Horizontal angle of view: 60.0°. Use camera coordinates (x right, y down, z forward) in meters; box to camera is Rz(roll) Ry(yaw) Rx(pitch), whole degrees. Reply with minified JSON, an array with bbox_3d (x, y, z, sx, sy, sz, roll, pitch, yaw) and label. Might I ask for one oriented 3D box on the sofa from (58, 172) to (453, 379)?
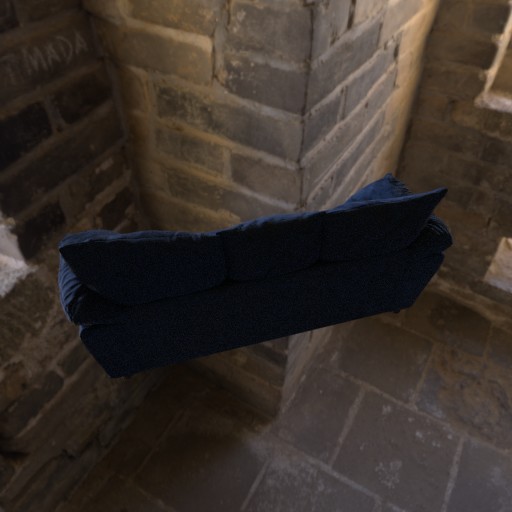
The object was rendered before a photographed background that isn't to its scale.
[{"bbox_3d":[0.000,0.000,2.897,2.390,1.091,0.907,-11,43,-12],"label":"sofa"}]
